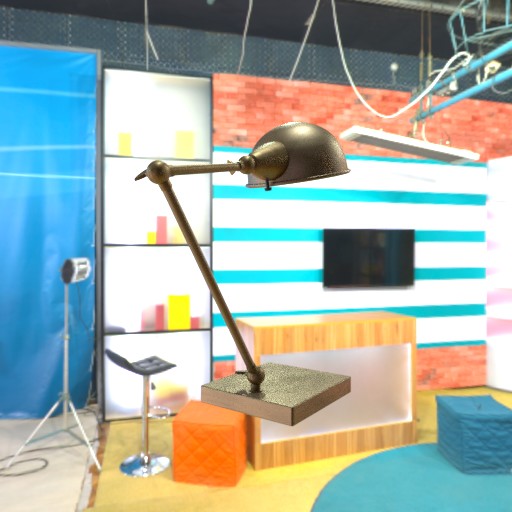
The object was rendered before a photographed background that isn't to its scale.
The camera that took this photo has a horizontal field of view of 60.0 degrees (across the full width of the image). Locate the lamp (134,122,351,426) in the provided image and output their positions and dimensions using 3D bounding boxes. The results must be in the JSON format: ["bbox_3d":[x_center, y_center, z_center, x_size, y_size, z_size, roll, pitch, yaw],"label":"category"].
[{"bbox_3d":[0.000,0.000,0.546,0.149,0.371,0.339,0,0,36],"label":"lamp"}]
